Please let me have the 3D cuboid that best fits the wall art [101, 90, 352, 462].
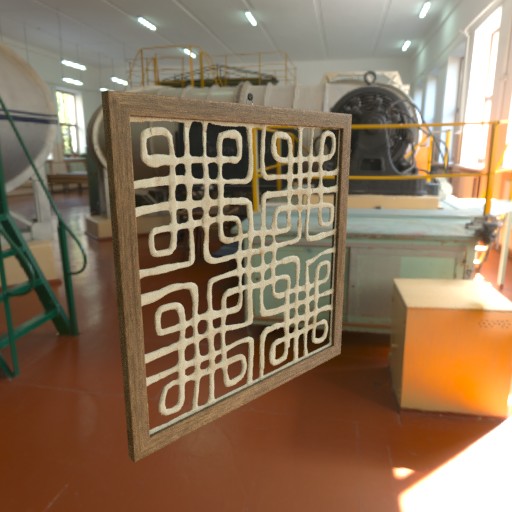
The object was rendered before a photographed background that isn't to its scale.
[{"bbox_3d":[0.000,0.000,0.836,0.561,0.582,0.021,-13,18,-43],"label":"wall art"}]
